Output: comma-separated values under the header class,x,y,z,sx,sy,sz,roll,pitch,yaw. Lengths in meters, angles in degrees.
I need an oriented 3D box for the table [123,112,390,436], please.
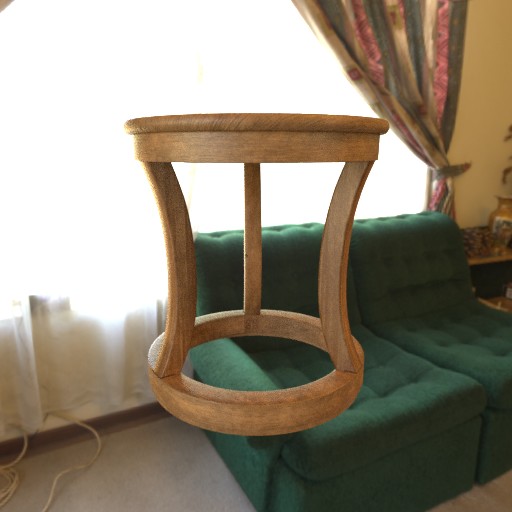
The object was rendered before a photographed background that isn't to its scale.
class,x,y,z,sx,sy,sz,roll,pitch,yaw
table,0.000,0.000,0.798,0.432,0.460,0.432,0,13,0
